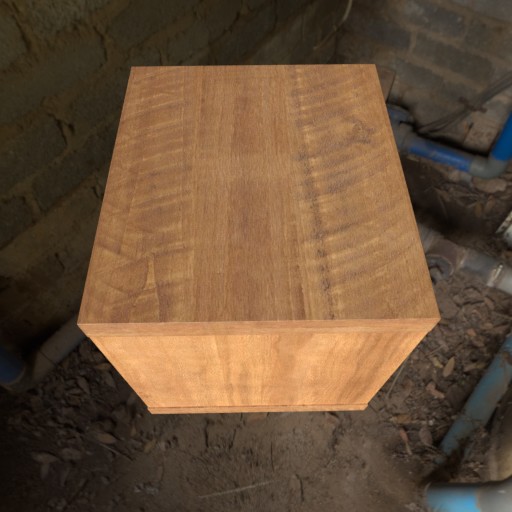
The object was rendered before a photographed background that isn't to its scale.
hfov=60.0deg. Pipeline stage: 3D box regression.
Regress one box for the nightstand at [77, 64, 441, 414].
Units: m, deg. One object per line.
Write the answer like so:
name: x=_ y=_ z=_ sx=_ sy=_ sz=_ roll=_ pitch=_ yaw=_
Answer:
nightstand: x=0.000 y=0.000 z=0.862 sx=0.436 sy=0.491 sz=0.493 roll=-1 pitch=58 yaw=-1
